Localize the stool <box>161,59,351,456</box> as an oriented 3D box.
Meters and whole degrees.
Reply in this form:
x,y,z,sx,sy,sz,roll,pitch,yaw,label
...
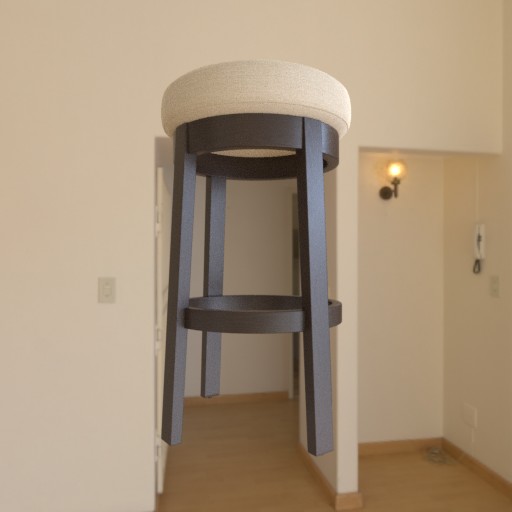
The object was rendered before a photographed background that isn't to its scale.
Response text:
x,y,z,sx,sy,sz,roll,pitch,yaw,label
0.000,0.000,1.019,0.446,0.758,0.446,0,0,0,stool
